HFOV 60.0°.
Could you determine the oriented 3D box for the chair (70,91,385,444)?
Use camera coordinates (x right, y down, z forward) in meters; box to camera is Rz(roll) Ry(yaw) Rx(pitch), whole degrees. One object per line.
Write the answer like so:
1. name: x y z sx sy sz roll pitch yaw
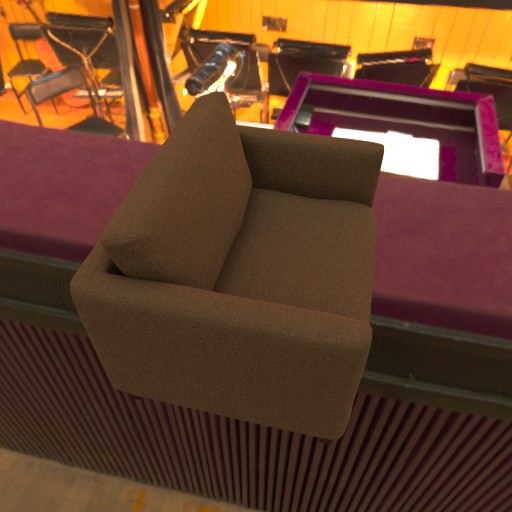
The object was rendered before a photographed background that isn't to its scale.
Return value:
1. chair: 0.000 0.000 1.826 0.959 0.963 1.107 10 46 9
